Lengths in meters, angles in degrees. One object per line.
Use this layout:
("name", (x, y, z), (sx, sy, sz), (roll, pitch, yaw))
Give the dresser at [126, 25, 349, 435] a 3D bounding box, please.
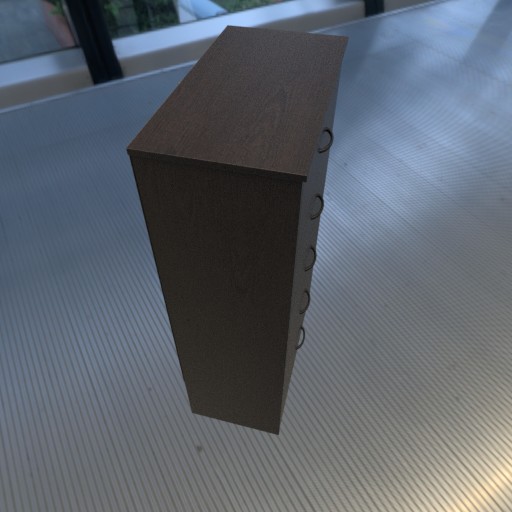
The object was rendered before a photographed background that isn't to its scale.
("dresser", (0.000, 0.000, 1.554), (0.418, 1.254, 0.704), (11, 47, 10))
